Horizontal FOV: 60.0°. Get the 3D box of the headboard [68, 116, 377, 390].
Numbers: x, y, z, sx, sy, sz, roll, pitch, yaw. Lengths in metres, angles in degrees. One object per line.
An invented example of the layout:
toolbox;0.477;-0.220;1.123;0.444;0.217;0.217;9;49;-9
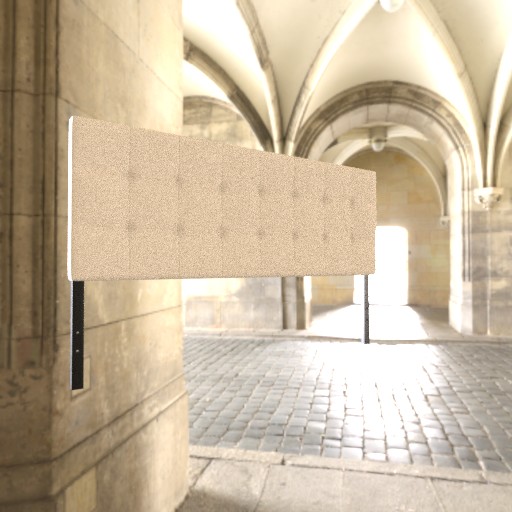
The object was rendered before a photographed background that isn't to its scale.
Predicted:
headboard;0.000;0.000;2.951;2.362;1.410;0.120;1;-1;-36
